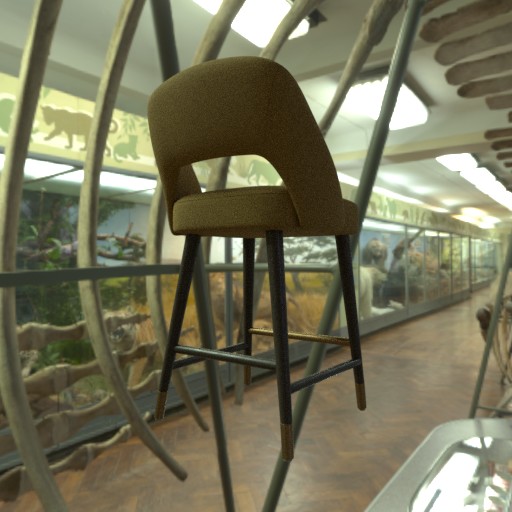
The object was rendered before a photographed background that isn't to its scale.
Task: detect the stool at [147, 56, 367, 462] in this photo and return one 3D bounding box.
[{"bbox_3d":[0.000,0.000,1.282,0.536,0.939,0.522,0,0,36],"label":"stool"}]
